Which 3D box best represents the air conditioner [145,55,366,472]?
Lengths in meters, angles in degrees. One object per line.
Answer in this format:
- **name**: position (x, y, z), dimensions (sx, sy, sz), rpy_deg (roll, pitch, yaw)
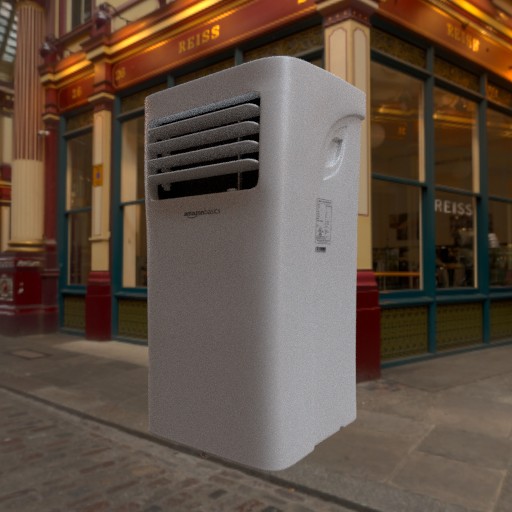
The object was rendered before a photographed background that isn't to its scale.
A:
- **air conditioner**: position (0.000, 0.000, 0.911), dimensions (0.352, 0.716, 0.369), rpy_deg (-1, -1, 36)
